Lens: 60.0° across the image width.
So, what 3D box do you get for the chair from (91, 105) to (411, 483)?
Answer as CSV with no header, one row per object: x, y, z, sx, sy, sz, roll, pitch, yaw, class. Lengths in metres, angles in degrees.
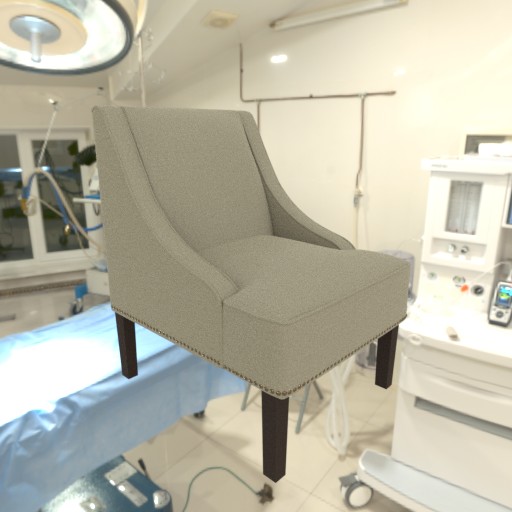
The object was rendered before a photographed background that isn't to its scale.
0.000,0.000,1.337,0.737,0.864,0.610,15,22,41,chair
